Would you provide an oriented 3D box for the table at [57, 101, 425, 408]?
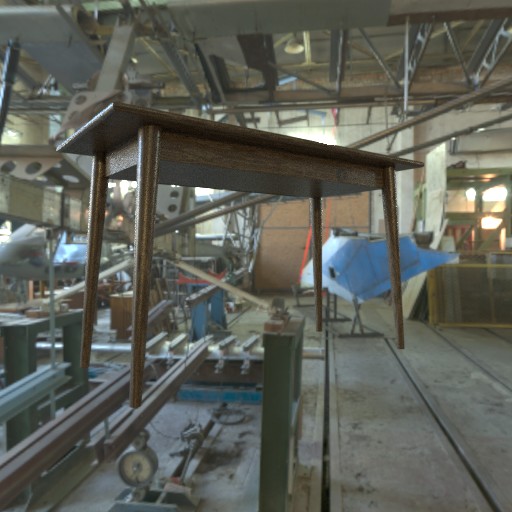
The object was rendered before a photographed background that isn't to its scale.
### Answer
[{"bbox_3d":[0.000,0.000,1.708,1.300,0.780,0.599,-1,1,-36],"label":"table"}]
